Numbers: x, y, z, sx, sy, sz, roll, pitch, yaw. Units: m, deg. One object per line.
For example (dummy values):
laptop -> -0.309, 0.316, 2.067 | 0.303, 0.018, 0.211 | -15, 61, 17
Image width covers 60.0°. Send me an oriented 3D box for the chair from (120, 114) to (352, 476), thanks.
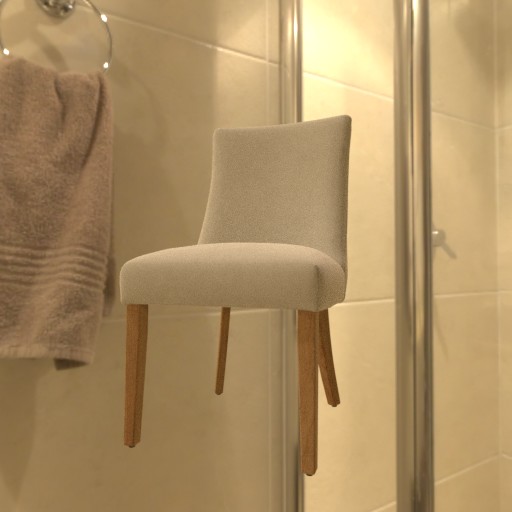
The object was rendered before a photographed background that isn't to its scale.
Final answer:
chair -> 0.000, 0.000, 1.240 | 0.495, 0.902, 0.610 | 0, -1, 19
